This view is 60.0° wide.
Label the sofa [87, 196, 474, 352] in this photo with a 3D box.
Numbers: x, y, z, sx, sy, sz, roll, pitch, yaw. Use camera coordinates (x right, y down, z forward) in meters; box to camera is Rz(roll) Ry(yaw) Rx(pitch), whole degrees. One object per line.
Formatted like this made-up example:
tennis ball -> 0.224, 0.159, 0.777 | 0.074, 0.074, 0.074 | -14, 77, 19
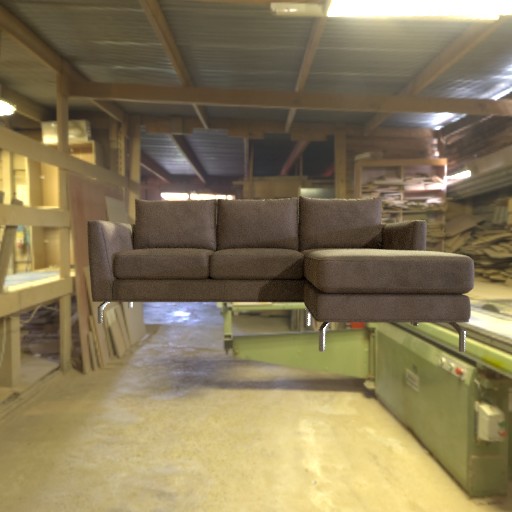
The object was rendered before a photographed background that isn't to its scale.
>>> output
sofa -> 0.000, 0.000, 3.201 | 2.438, 0.987, 1.622 | 0, 2, 1
